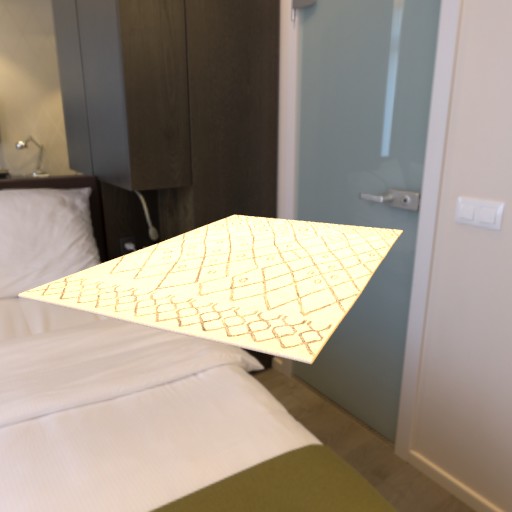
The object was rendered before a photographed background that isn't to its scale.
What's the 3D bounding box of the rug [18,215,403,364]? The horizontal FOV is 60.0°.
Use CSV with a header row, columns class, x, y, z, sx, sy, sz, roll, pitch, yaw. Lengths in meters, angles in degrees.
class,x,y,z,sx,sy,sz,roll,pitch,yaw
rug,0.000,0.000,2.298,1.222,0.015,1.828,8,18,24
